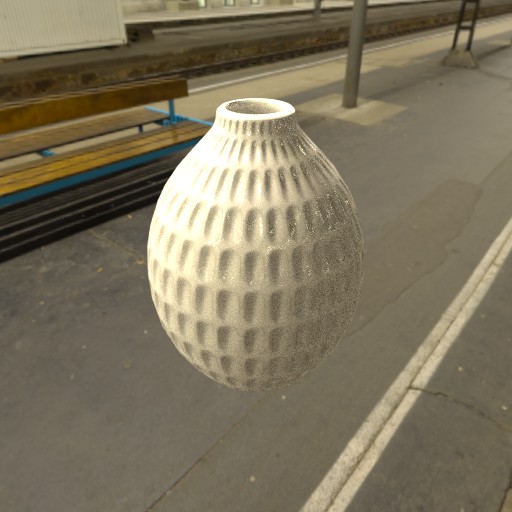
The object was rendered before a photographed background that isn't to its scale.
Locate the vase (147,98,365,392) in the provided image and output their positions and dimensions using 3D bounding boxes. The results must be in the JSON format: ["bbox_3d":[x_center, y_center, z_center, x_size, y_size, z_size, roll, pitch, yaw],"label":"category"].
[{"bbox_3d":[0.000,0.000,0.338,0.162,0.223,0.162,0,32,0],"label":"vase"}]
